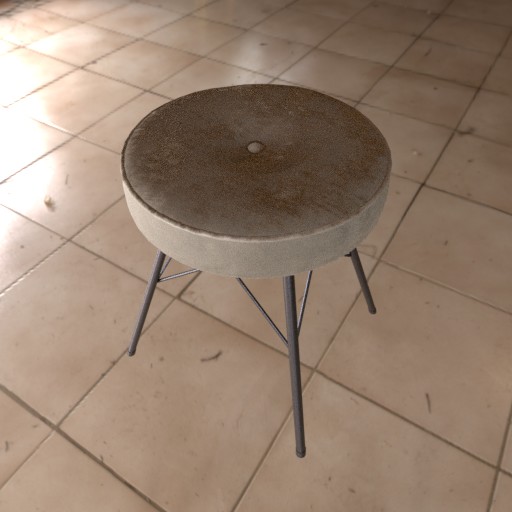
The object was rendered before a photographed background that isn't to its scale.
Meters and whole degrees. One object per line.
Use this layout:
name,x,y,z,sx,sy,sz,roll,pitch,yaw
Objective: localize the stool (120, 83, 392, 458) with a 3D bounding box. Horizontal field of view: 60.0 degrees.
stool,0.000,0.000,0.865,0.457,0.538,0.423,24,51,20
